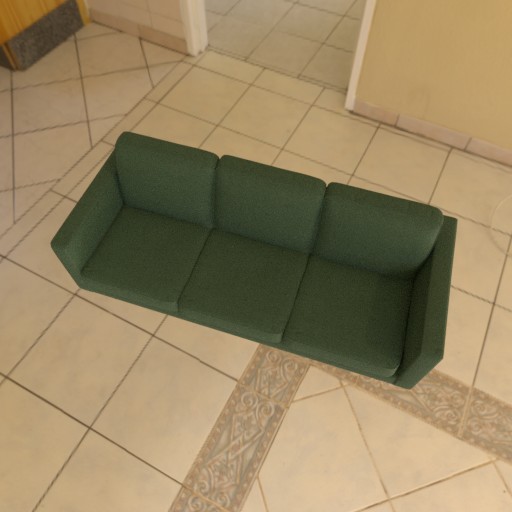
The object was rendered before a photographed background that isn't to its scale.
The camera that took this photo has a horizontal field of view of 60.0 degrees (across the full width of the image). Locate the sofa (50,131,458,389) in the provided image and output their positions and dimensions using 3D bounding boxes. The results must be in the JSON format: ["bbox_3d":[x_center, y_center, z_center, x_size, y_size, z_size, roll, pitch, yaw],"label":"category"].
[{"bbox_3d":[0.000,0.000,2.544,2.029,0.899,0.879,15,59,9],"label":"sofa"}]
